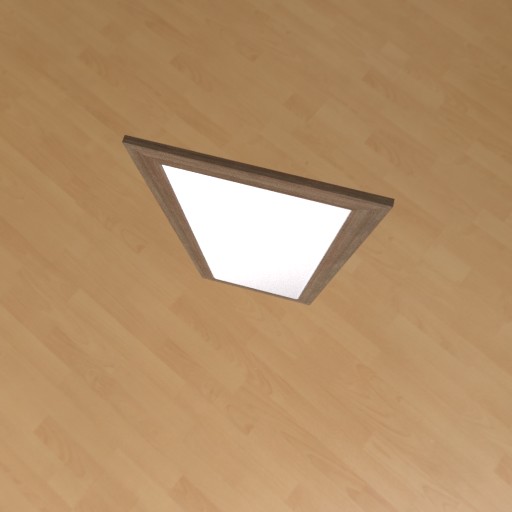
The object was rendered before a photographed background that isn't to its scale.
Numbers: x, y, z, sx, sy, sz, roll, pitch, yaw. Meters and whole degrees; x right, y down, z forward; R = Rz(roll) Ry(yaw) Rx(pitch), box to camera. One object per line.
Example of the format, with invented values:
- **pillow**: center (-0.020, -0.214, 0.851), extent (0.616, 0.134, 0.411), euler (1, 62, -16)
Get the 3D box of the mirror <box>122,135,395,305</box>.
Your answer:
- **mirror**: center (0.000, 0.000, 2.274), extent (0.812, 2.032, 0.025), euler (14, 76, 4)
